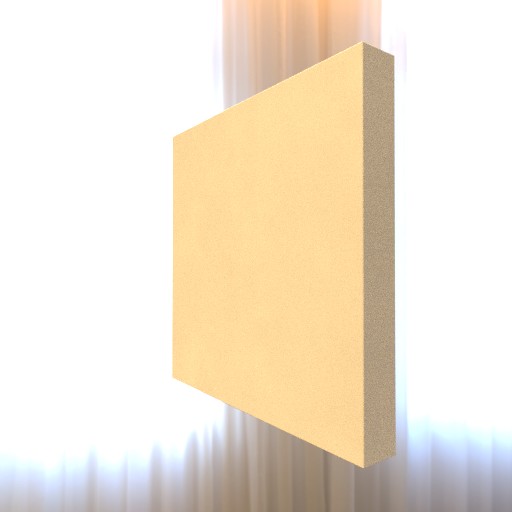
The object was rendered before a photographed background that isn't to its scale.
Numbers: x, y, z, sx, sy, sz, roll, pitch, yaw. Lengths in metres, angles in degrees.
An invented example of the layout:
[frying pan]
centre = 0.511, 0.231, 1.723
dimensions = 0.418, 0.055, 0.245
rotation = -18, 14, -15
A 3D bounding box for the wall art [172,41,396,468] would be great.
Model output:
[wall art]
centre = 0.000, 0.000, 0.449
dimensions = 0.038, 0.305, 0.305
rotation = 0, -1, -37
